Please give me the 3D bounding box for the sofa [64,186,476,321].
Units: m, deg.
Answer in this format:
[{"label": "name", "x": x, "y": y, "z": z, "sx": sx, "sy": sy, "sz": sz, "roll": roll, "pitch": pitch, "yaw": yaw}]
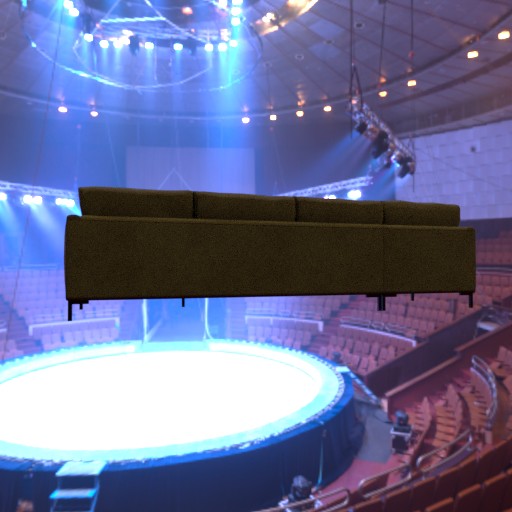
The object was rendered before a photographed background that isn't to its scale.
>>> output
[{"label": "sofa", "x": 0.000, "y": 0.000, "z": 3.296, "sx": 2.486, "sy": 0.687, "sz": 1.707, "roll": 0, "pitch": -1, "yaw": -17}]
